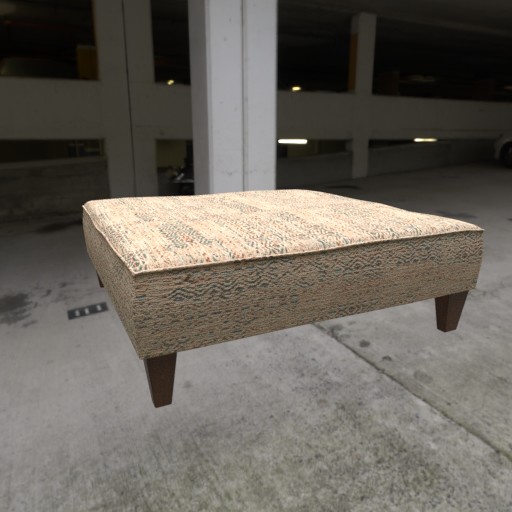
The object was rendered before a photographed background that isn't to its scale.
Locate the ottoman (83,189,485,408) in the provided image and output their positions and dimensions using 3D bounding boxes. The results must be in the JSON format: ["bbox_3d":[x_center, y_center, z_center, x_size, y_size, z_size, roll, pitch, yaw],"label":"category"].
[{"bbox_3d":[0.000,0.000,1.503,1.004,0.356,0.968,-7,17,-25],"label":"ottoman"}]
